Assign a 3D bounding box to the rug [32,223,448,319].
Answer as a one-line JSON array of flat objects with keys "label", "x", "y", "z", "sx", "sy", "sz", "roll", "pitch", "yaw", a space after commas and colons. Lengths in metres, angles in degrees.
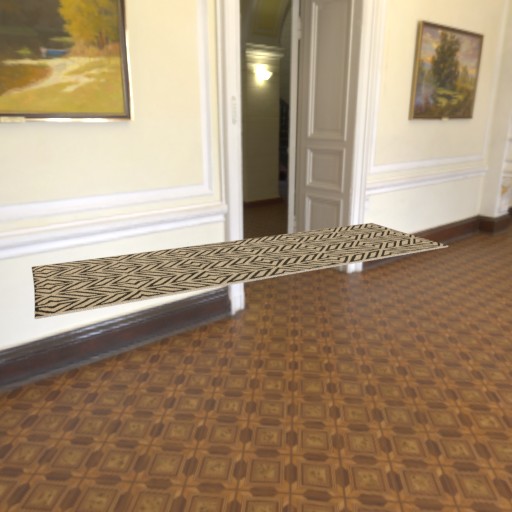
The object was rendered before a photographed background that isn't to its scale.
[{"label": "rug", "x": 0.000, "y": 0.000, "z": 2.683, "sx": 2.435, "sy": 0.009, "sz": 0.750, "roll": -8, "pitch": 19, "yaw": -25}]
